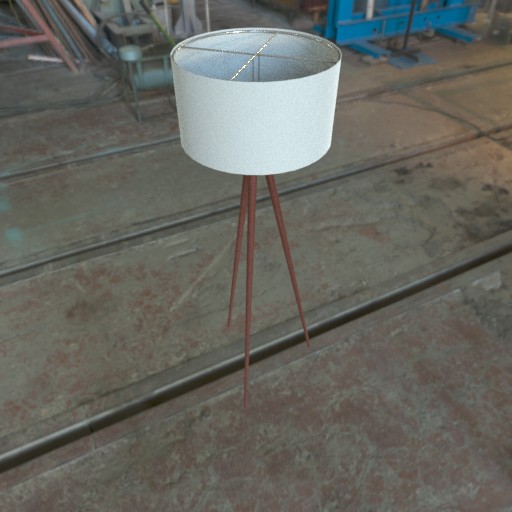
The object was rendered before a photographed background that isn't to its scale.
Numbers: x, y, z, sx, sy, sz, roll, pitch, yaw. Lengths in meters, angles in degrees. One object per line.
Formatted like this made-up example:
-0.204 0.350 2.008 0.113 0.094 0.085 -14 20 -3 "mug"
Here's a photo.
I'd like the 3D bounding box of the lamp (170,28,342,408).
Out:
0.000 0.000 1.773 0.483 1.553 0.483 12 43 13 "lamp"
